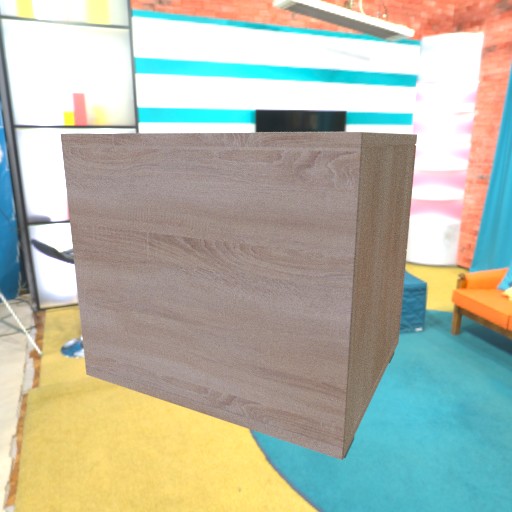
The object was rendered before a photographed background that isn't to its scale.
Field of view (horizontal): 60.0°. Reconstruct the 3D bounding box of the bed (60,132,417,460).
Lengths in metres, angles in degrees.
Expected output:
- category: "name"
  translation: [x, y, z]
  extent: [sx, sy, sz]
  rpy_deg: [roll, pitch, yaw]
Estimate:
- category: "bed"
  translation: [0.000, 0.000, 0.792]
  extent: [0.460, 0.420, 0.401]
  rpy_deg: [8, 17, 27]
